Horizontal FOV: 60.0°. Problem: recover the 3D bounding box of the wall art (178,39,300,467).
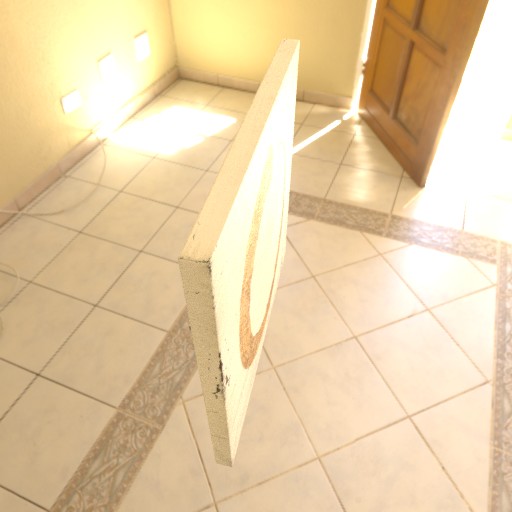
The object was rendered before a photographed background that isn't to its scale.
[{"bbox_3d":[0.000,0.000,0.883,0.040,0.611,0.610,9,47,9],"label":"wall art"}]
